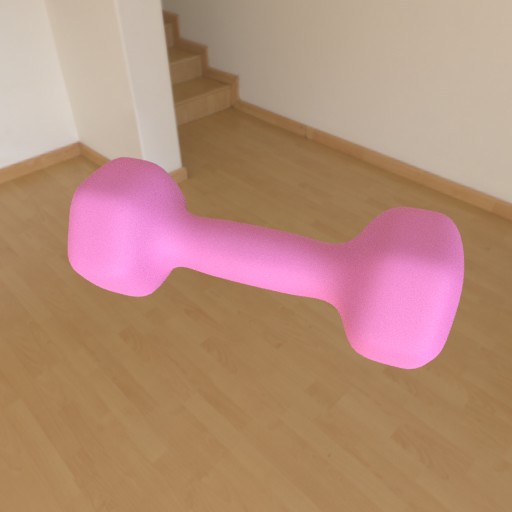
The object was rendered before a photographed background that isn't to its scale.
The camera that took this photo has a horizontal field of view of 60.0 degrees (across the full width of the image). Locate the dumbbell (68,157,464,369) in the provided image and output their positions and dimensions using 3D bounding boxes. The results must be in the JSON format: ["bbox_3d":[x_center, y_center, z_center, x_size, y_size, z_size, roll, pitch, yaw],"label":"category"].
[{"bbox_3d":[0.000,0.000,0.188,0.159,0.058,0.064,13,42,15],"label":"dumbbell"}]
